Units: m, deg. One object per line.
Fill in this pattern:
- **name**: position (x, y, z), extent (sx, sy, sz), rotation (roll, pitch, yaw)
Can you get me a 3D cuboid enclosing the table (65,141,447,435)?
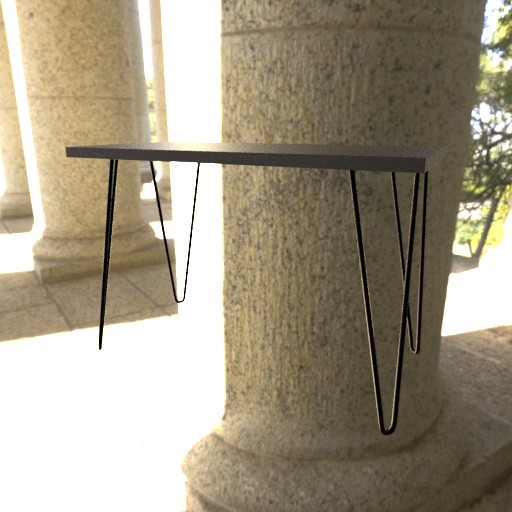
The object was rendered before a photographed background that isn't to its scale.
- **table**: position (0.000, 0.000, 1.381), extent (0.991, 0.660, 0.499), rotation (8, 18, 26)
